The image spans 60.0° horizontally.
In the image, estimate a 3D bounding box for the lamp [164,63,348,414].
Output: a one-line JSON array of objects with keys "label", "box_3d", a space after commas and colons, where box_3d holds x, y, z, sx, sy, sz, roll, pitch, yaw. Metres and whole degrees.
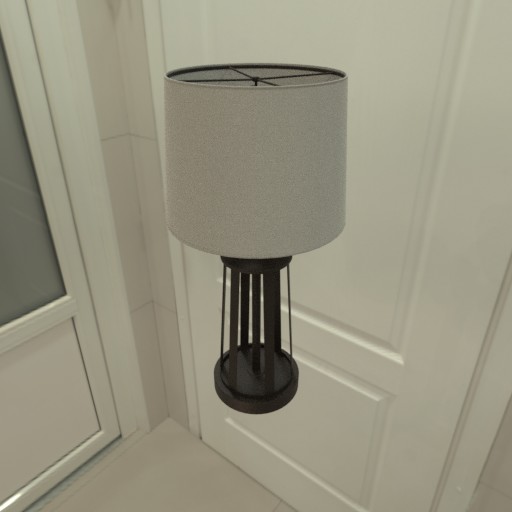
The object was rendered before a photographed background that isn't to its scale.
[{"label": "lamp", "box_3d": [0.000, 0.000, 0.661, 0.251, 0.509, 0.251, 0, 29, 0]}]
